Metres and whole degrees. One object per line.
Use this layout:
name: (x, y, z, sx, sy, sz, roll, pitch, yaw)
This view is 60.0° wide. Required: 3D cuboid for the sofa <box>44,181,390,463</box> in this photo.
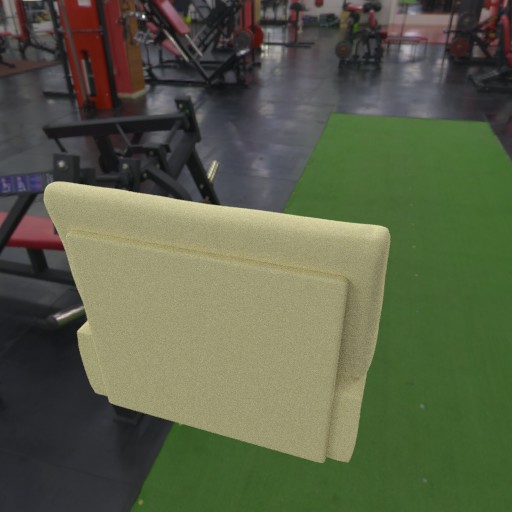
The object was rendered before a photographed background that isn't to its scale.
sofa: (0.000, 0.000, 1.646, 0.930, 0.820, 1.000, 10, 33, 15)
